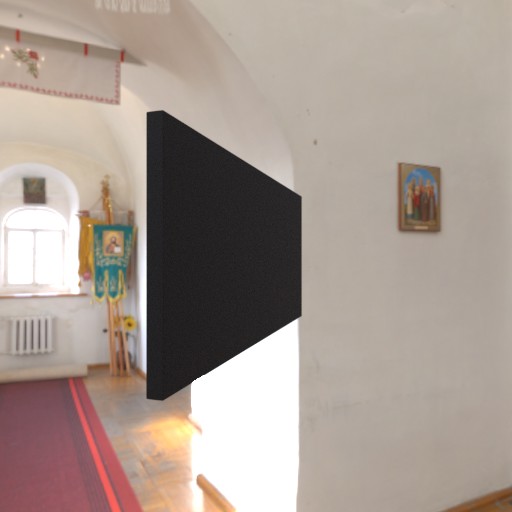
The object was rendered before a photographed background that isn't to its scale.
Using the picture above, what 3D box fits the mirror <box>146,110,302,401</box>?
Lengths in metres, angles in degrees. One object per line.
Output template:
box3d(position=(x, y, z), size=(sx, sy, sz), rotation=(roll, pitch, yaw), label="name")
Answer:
box3d(position=(0.000, 0.000, 1.813), size=(0.047, 0.692, 1.584), rotation=(0, 0, 18), label="mirror")
